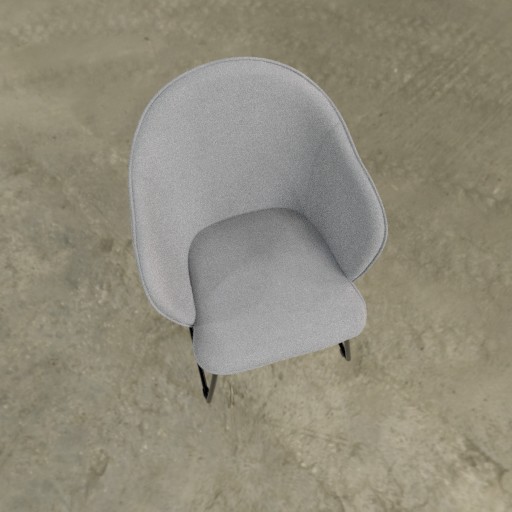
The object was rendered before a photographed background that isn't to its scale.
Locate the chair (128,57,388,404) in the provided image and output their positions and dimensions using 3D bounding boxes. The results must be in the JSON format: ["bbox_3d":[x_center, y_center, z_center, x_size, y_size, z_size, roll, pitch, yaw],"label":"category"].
[{"bbox_3d":[0.000,0.000,1.212,0.570,0.817,0.592,-15,66,-7],"label":"chair"}]
